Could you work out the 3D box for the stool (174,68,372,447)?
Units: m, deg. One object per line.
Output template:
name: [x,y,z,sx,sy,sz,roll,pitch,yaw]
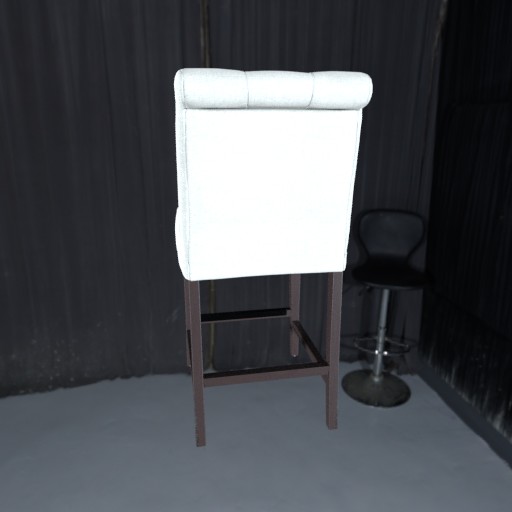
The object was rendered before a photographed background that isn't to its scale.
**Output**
stool: [0.000,0.000,1.405,0.493,1.040,0.601,-3,17,-10]
